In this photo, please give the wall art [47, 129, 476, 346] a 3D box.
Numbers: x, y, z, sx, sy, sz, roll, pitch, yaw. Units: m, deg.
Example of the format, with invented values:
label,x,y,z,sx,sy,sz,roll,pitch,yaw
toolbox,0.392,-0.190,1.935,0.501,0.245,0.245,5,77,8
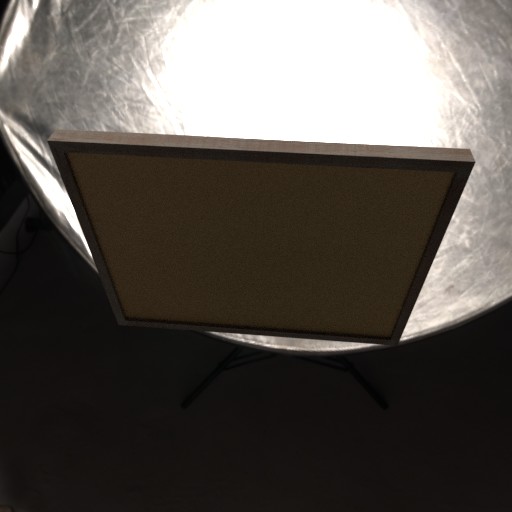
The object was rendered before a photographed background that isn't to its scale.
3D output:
label,x,y,z,sx,sy,sz,roll,pitch,yaw
wall art,0.000,0.000,1.750,1.320,1.009,0.070,4,46,3
